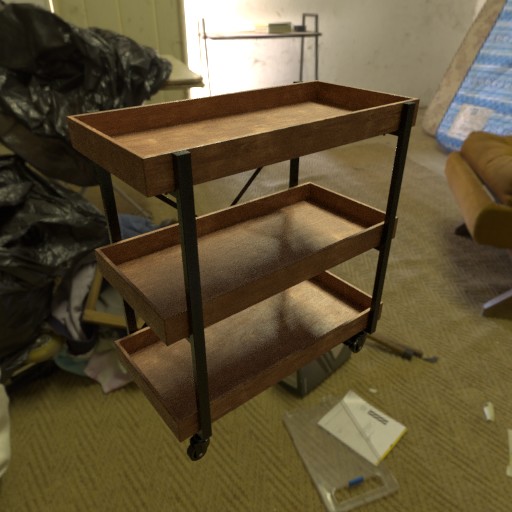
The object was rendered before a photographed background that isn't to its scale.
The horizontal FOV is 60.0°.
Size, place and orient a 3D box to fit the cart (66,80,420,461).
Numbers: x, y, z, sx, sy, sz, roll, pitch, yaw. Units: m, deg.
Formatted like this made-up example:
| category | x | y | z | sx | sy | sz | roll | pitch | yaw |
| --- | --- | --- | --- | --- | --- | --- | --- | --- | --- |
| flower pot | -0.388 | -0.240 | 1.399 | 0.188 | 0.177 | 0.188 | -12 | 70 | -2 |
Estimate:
| category | x | y | z | sx | sy | sz | roll | pitch | yaw |
| --- | --- | --- | --- | --- | --- | --- | --- | --- | --- |
| cart | 0.000 | 0.000 | 1.225 | 0.750 | 0.800 | 0.411 | -22 | 37 | -32 |
